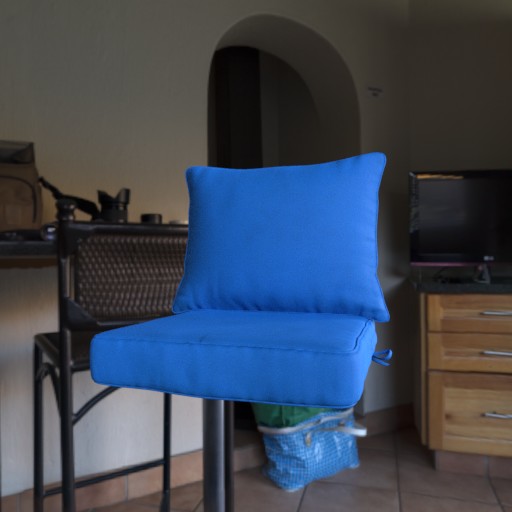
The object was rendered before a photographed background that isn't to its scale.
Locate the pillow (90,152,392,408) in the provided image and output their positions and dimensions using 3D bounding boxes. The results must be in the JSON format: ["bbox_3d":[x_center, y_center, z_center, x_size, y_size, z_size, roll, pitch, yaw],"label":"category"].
[{"bbox_3d":[0.000,0.000,1.377,0.798,0.725,0.733,0,-1,18],"label":"pillow"}]
